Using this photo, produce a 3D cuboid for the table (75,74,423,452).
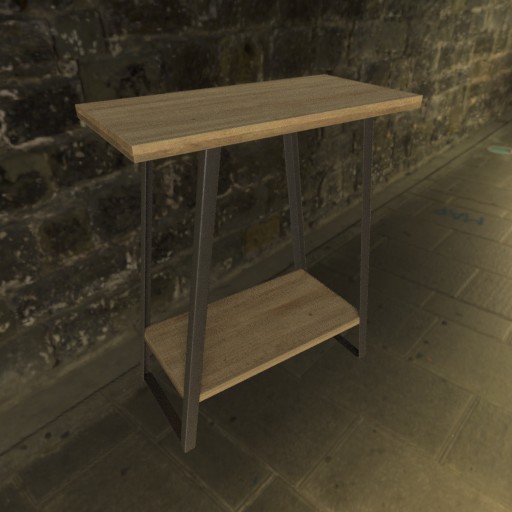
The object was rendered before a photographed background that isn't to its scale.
[{"bbox_3d":[0.000,0.000,1.030,0.599,0.701,0.300,-19,36,-28],"label":"table"}]
